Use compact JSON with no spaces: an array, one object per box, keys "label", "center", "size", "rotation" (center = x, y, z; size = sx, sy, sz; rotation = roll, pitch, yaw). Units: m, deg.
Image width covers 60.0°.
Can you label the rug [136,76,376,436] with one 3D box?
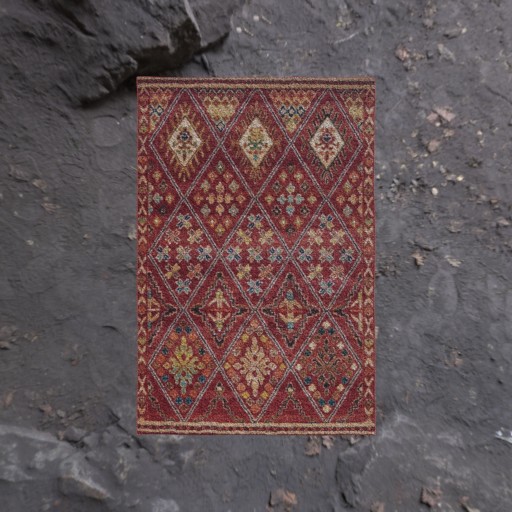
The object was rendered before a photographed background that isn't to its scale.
[{"label":"rug","center":[0.000,0.000,2.822],"size":[1.521,0.026,2.286],"rotation":[0,90,0]}]
